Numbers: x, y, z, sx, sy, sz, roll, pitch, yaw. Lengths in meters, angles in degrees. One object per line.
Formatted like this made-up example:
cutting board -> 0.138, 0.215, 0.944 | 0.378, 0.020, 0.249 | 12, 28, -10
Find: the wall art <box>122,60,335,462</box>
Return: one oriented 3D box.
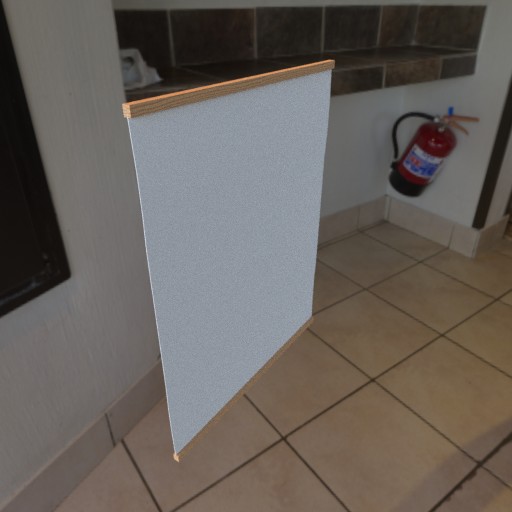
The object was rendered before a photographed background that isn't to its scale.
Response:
wall art -> 0.000, 0.000, 0.668 | 0.010, 0.507, 0.404 | 20, 36, 30
